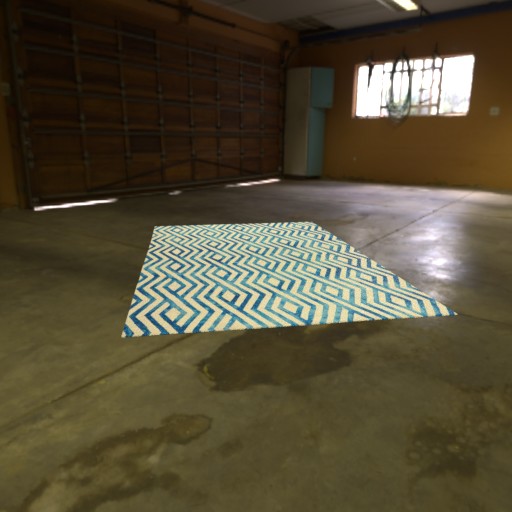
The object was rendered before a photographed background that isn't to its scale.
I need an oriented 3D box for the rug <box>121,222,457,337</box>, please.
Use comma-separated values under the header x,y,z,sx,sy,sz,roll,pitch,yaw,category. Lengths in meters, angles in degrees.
x,y,z,sx,sy,sz,roll,pitch,yaw,category
0.000,0.000,3.123,1.531,0.008,2.439,-2,15,-9,rug
